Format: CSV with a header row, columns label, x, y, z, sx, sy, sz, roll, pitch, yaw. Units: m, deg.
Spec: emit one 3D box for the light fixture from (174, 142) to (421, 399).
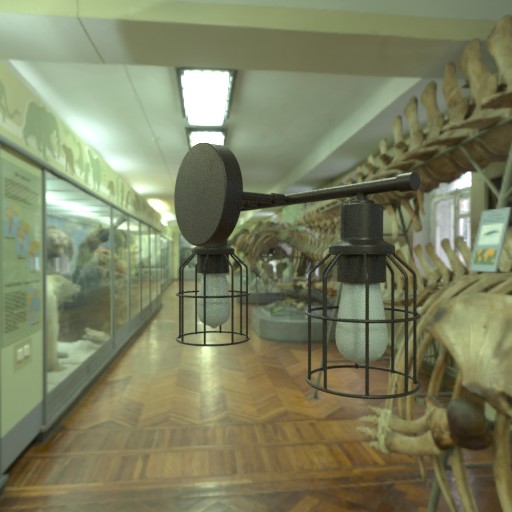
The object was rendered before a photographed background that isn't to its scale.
label,x,y,z,sx,sy,sz,roll,pitch,yaw
light fixture,0.000,0.000,0.547,0.165,0.254,0.406,0,0,-37
